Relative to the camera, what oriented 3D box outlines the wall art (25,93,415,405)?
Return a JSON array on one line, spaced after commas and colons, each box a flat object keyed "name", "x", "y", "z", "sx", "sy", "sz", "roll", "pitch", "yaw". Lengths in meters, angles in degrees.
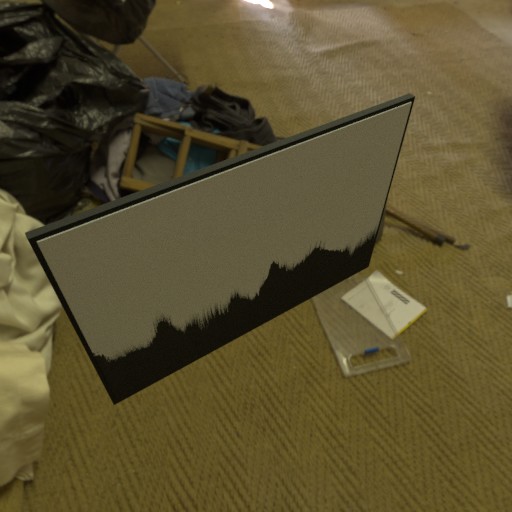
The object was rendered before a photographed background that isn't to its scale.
[{"name": "wall art", "x": 0.000, "y": 0.000, "z": 1.477, "sx": 1.190, "sy": 0.805, "sz": 0.028, "roll": -25, "pitch": 51, "yaw": -22}]
